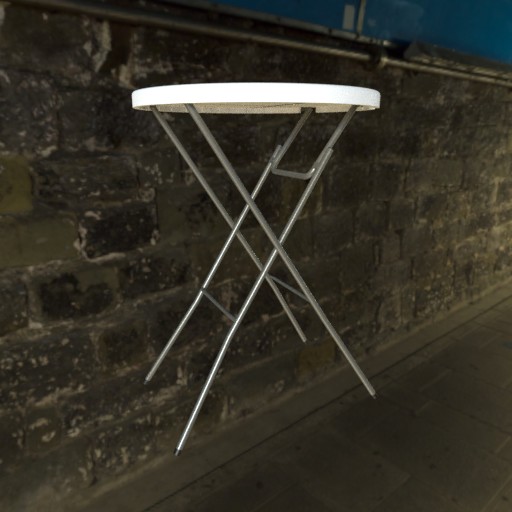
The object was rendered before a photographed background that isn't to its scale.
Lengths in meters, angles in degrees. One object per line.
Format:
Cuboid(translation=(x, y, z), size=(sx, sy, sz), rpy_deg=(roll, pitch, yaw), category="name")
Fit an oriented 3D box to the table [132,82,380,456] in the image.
Cuboid(translation=(0.000, 0.000, 1.612), size=(0.795, 1.105, 0.792), rpy_deg=(-7, 18, -25), category="table")
